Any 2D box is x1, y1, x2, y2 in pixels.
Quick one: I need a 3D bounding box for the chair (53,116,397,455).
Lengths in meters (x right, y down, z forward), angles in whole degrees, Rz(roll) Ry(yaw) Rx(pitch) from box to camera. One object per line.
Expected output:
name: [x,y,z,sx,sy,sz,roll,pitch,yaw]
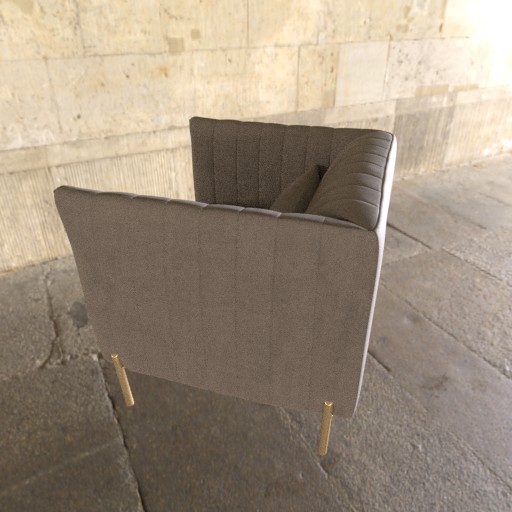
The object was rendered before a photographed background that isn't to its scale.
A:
chair: [0.000,0.000,1.624,0.873,0.779,0.981,9,31,15]
